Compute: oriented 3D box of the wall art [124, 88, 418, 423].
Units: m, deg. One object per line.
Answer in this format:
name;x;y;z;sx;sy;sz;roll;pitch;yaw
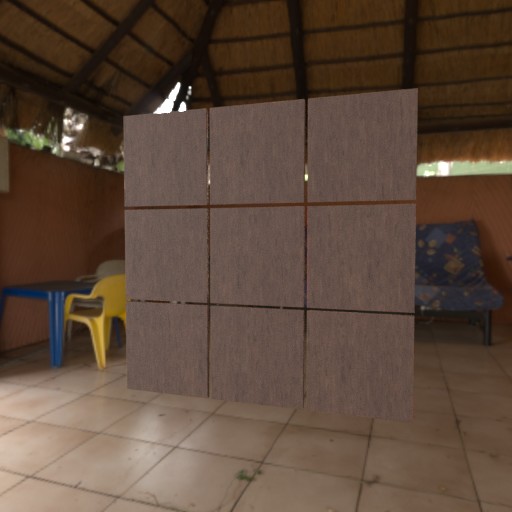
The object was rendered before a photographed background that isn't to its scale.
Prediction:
wall art;0.000;0.000;1.353;0.915;0.914;0.013;1;3;18
